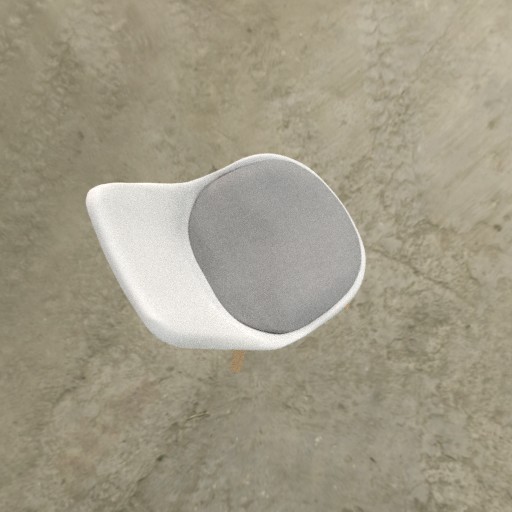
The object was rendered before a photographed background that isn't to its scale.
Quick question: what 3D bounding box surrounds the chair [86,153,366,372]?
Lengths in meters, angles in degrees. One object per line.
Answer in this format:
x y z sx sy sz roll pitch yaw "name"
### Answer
0.000 0.000 1.164 0.550 0.850 0.485 -29 77 -7 "chair"
